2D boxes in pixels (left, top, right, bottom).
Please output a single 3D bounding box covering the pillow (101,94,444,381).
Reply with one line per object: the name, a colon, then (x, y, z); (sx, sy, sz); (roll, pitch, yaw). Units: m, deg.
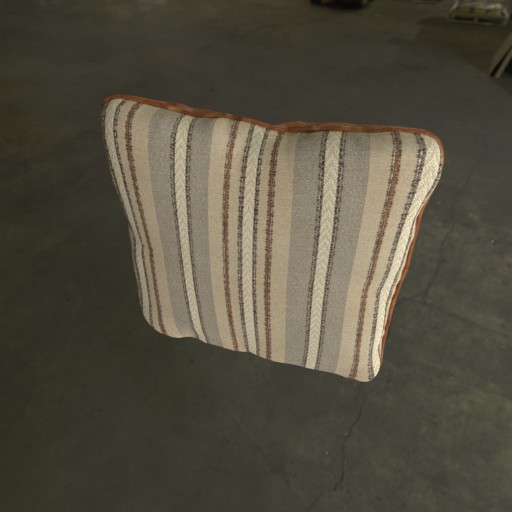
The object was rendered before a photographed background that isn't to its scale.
pillow: (0.000, 0.000, 0.736); (0.489, 0.490, 0.130); (11, 41, 13)
